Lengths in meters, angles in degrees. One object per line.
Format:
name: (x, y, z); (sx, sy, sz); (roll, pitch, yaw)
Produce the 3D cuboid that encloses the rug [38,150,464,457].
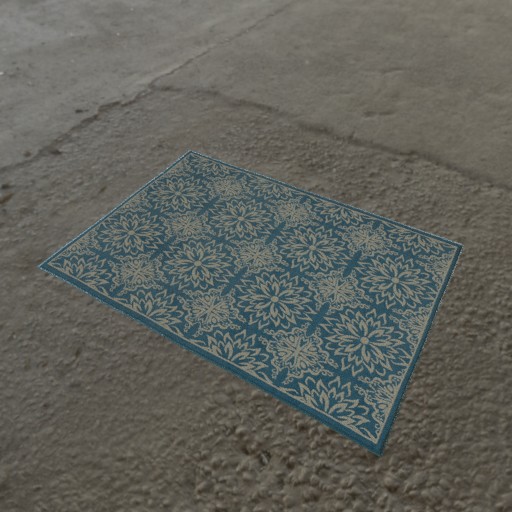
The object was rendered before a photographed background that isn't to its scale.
rug: (0.000, 0.000, 2.792); (2.205, 0.012, 1.554); (23, 50, 21)
